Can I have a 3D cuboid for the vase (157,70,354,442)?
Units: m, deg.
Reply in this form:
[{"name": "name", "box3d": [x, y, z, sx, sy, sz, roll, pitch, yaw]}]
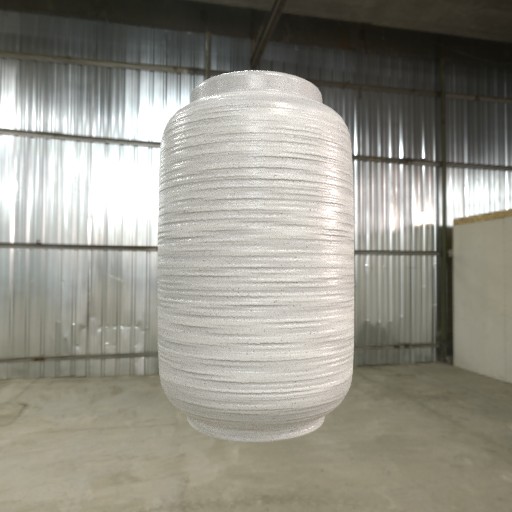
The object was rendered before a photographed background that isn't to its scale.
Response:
[{"name": "vase", "box3d": [0.000, 0.000, 0.466, 0.202, 0.335, 0.202, 0, -1, 0]}]
